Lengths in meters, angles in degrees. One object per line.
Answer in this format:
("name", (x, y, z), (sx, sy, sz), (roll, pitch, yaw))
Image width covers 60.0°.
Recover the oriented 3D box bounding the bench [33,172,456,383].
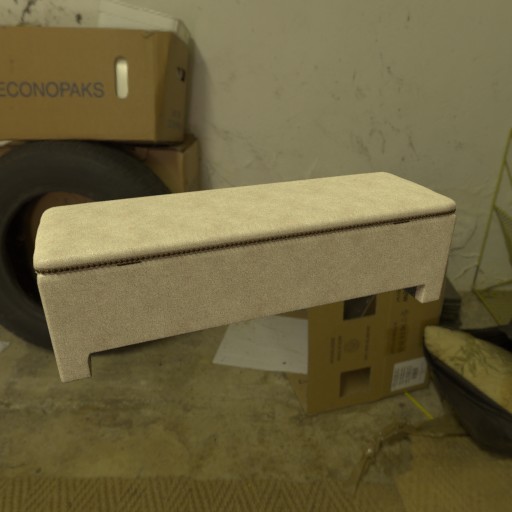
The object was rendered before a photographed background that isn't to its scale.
("bench", (0.000, 0.000, 1.716), (1.482, 0.447, 0.470), (-9, 27, -18))
